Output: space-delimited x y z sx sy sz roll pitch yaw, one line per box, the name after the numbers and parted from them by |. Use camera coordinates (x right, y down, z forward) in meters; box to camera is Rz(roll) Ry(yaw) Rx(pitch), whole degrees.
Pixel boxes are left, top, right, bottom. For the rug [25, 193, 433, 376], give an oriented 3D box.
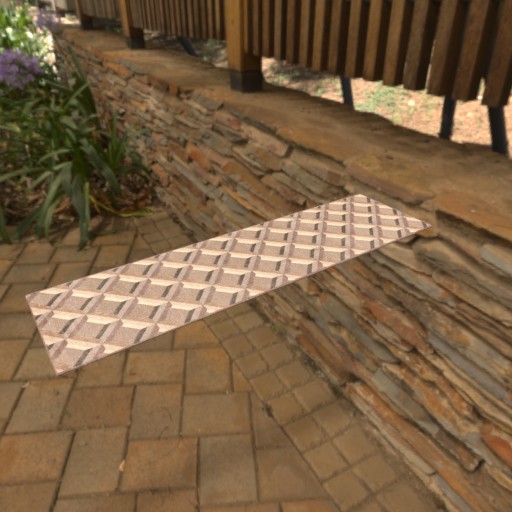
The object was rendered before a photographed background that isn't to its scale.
0.000 0.000 2.646 2.437 0.013 0.685 -19 35 -29 | rug
